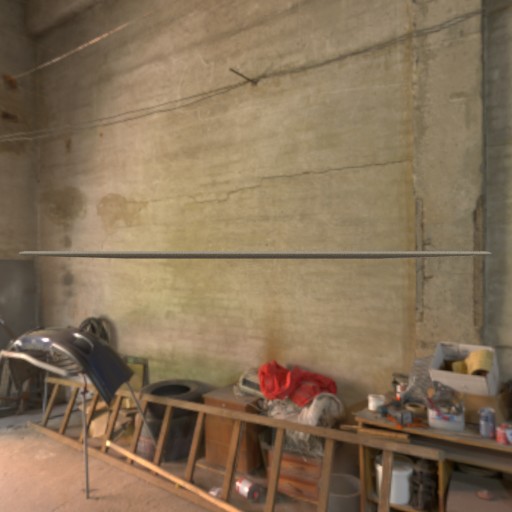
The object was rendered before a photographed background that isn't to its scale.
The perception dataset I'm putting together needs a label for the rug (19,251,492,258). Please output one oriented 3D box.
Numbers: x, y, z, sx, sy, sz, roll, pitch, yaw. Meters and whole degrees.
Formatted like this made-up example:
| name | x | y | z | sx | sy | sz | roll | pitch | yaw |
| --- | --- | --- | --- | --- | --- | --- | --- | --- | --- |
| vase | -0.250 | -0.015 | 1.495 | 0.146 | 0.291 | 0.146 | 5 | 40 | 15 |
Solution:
| name | x | y | z | sx | sy | sz | roll | pitch | yaw |
| --- | --- | --- | --- | --- | --- | --- | --- | --- | --- |
| rug | 0.000 | 0.000 | 2.691 | 2.081 | 0.020 | 1.525 | 0 | -1 | -1 |
